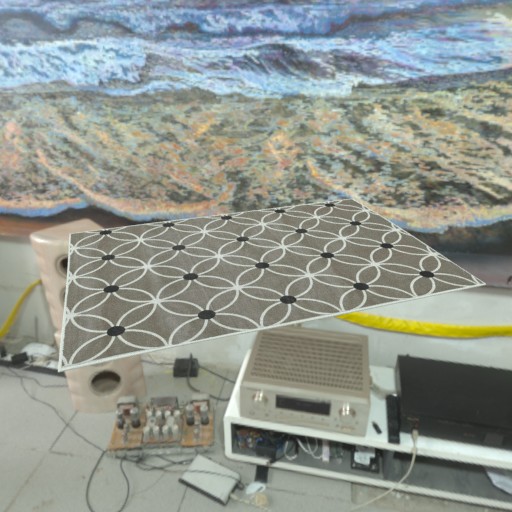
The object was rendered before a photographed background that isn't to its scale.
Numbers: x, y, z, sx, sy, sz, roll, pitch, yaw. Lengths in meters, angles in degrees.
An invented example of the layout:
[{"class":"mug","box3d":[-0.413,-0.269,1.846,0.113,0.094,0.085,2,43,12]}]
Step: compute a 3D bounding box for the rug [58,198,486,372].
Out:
[{"class":"rug","box3d":[0.000,0.000,2.841,2.284,0.008,1.522,-9,28,-17]}]
